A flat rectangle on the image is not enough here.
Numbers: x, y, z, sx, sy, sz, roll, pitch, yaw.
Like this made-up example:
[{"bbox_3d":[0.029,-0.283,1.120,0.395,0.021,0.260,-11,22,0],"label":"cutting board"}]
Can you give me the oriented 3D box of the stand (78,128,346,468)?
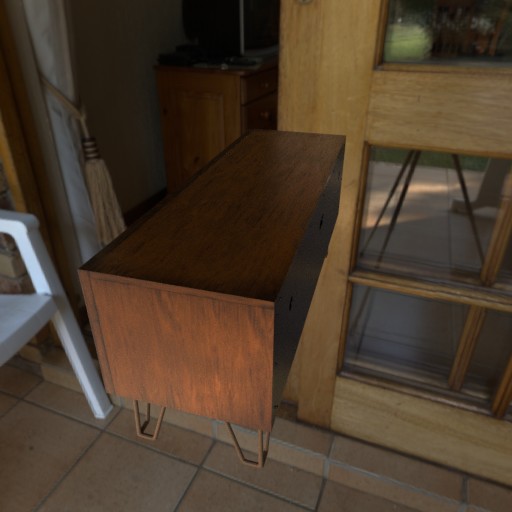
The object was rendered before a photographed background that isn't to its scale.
[{"bbox_3d":[0.000,0.000,1.690,0.481,0.610,1.372,8,31,14],"label":"stand"}]
